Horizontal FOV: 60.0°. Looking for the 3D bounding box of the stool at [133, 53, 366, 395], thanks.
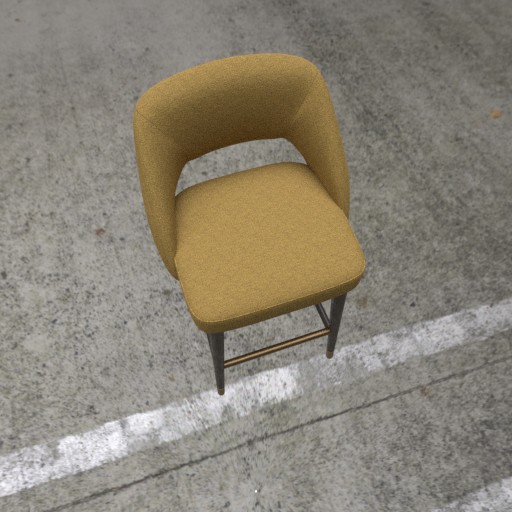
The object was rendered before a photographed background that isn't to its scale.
[{"bbox_3d":[0.000,0.000,1.350,0.536,1.032,0.522,-16,63,-8],"label":"stool"}]
